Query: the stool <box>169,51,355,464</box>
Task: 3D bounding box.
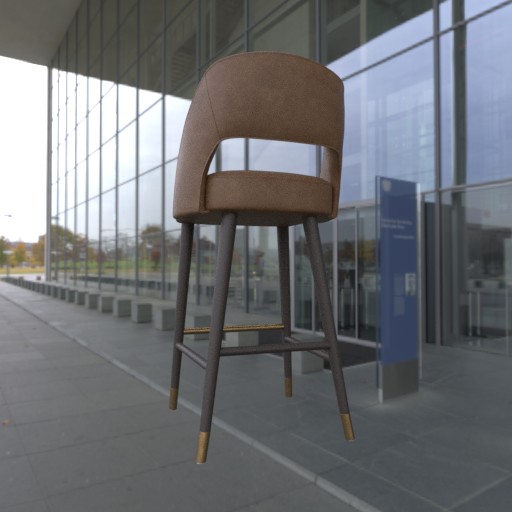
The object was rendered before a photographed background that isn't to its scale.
[{"bbox_3d":[0.000,0.000,1.362,0.494,1.037,0.509,0,-1,-20],"label":"stool"}]
